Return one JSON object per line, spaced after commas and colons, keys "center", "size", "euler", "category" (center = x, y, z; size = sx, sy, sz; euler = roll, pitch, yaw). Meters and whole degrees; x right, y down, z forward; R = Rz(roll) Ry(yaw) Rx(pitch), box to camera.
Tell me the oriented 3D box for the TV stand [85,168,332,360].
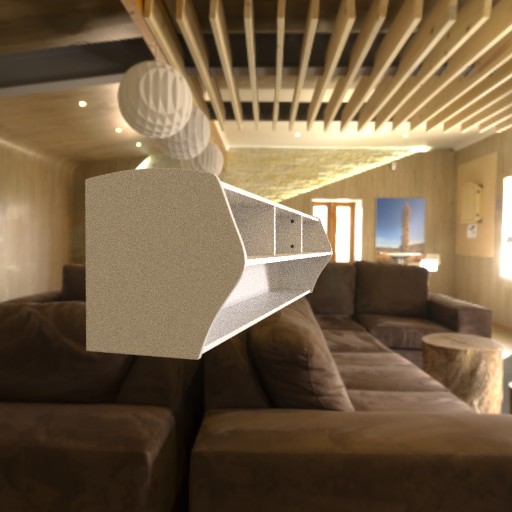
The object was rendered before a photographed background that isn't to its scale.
{"center": [0.000, 0.000, 1.695], "size": [0.397, 0.424, 1.473], "euler": [0, 1, 17], "category": "TV stand"}
